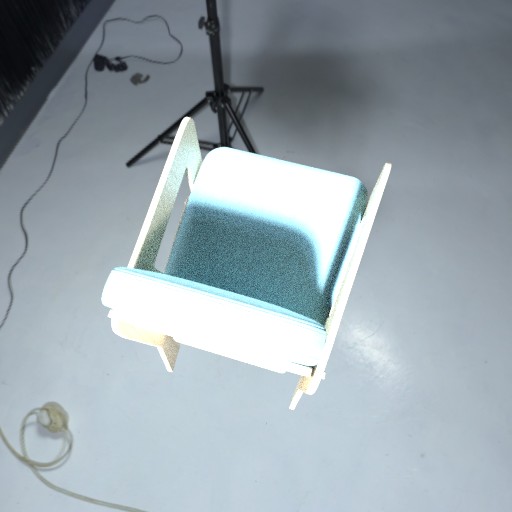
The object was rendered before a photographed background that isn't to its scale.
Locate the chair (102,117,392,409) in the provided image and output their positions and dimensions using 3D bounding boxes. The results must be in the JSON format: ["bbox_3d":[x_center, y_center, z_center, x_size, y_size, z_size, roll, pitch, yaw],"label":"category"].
[{"bbox_3d":[0.000,0.000,1.251,0.590,0.800,0.710,15,64,7],"label":"chair"}]
